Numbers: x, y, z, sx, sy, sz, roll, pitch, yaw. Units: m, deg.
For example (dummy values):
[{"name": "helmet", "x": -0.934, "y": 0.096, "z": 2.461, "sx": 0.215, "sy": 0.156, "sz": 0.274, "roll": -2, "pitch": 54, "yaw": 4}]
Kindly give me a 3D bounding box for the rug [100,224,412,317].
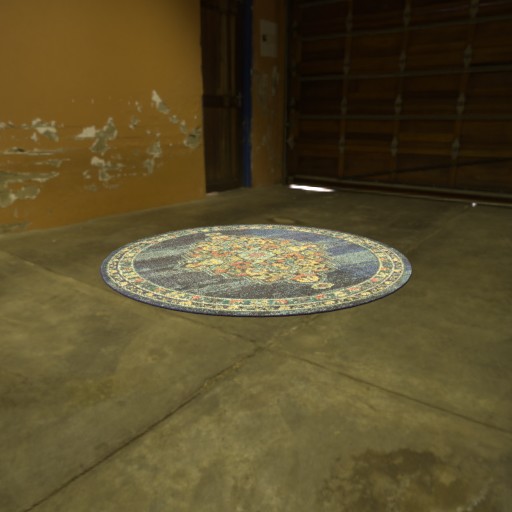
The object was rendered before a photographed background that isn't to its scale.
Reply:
[{"name": "rug", "x": 0.000, "y": 0.000, "z": 2.383, "sx": 1.591, "sy": 0.010, "sz": 1.591, "roll": 0, "pitch": 16, "yaw": 0}]
